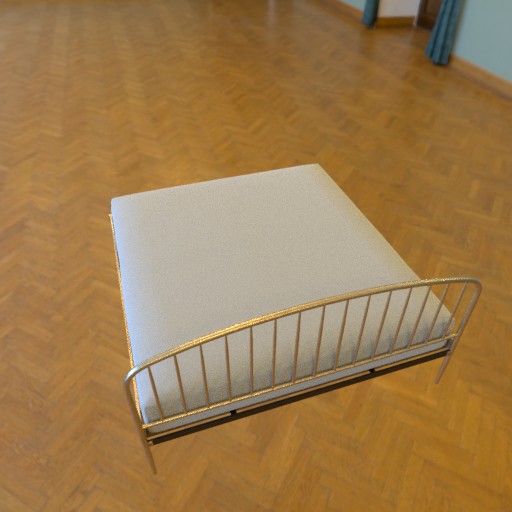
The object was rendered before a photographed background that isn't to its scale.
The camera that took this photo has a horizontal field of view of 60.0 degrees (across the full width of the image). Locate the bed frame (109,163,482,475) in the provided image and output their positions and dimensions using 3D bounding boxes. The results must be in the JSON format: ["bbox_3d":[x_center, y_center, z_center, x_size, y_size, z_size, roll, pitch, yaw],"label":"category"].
[{"bbox_3d":[0.000,0.000,3.276,2.016,1.174,2.152,-12,42,-14],"label":"bed frame"}]
